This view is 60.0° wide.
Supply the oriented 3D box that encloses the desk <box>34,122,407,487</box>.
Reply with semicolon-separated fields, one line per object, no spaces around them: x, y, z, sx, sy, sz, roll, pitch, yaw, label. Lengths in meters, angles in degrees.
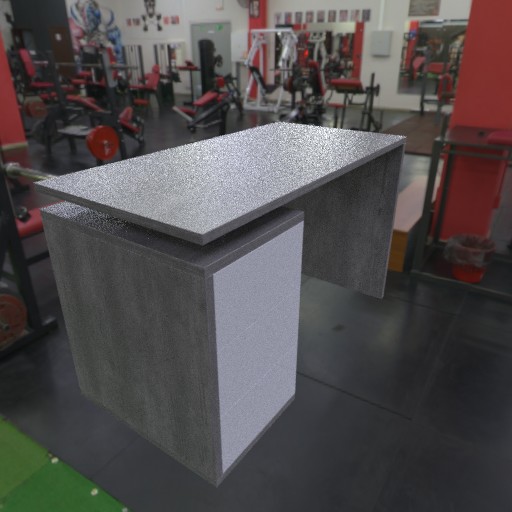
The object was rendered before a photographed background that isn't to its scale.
0.000;0.000;1.624;0.600;0.740;1.200;17;31;32;desk
